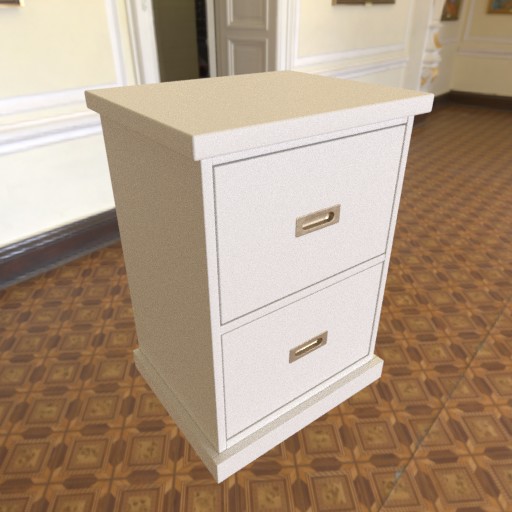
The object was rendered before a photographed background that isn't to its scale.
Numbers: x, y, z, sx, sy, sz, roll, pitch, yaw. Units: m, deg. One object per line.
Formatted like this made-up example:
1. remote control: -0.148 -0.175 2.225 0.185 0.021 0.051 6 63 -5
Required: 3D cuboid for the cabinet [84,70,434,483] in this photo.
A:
1. cabinet: 0.000 0.000 1.027 0.520 0.723 0.431 -20 35 -31
